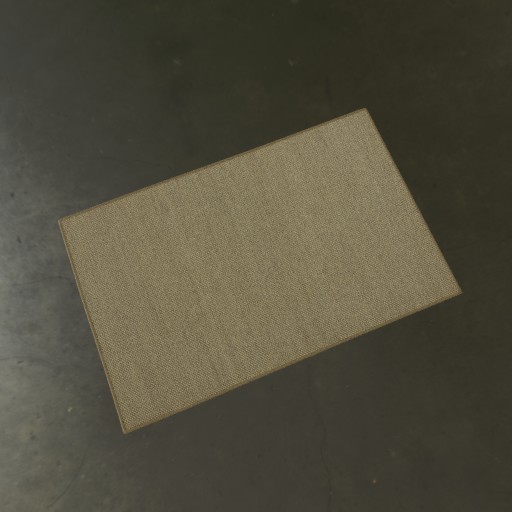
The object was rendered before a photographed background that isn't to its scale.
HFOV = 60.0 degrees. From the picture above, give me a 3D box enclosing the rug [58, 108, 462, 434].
[{"bbox_3d":[0.000,0.000,2.124,1.667,0.013,1.062,-21,77,-5],"label":"rug"}]
